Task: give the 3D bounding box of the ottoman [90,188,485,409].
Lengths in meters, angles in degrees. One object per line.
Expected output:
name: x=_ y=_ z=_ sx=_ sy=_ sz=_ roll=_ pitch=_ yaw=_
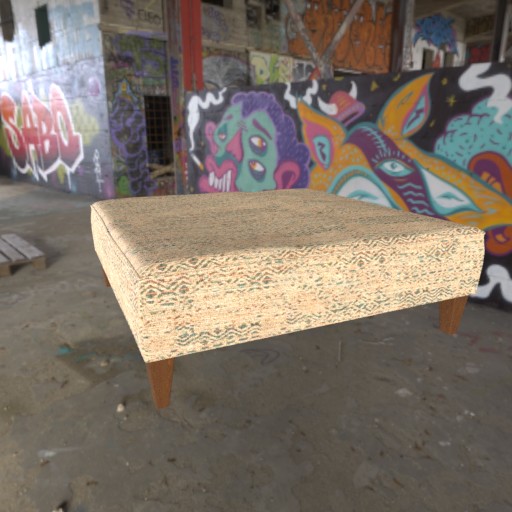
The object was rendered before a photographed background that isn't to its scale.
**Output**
ottoman: x=0.000 y=0.000 z=1.513 sx=0.968 sy=0.356 sz=1.004 roll=-7 pitch=17 yaw=-24
